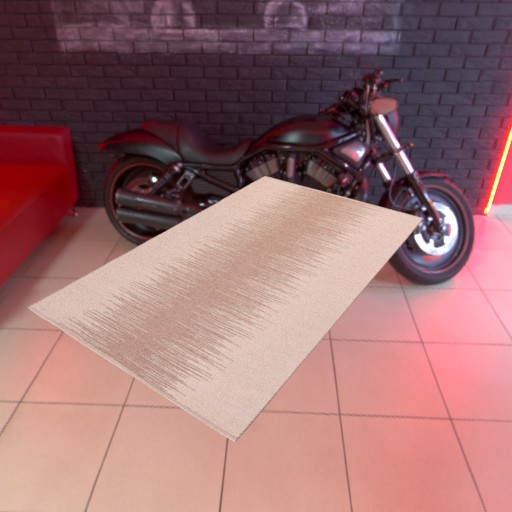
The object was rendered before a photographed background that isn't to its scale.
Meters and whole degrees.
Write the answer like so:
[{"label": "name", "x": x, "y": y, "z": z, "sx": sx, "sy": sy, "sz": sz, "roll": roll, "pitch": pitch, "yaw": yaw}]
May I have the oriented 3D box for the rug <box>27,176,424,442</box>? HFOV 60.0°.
[{"label": "rug", "x": 0.000, "y": 0.000, "z": 3.030, "sx": 1.522, "sy": 0.012, "sz": 2.440, "roll": 21, "pitch": 38, "yaw": 29}]
